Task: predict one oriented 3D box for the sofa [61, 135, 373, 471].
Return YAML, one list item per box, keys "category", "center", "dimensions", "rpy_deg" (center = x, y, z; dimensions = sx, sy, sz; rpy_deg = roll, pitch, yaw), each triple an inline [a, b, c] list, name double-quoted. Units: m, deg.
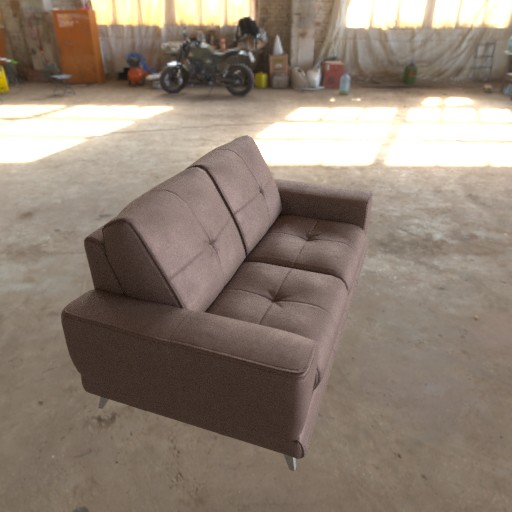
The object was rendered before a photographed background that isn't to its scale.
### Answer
- category: "sofa"
  center: [0.000, 0.000, 2.329]
  dimensions: [1.018, 0.907, 1.806]
  rpy_deg: [10, 31, 17]
